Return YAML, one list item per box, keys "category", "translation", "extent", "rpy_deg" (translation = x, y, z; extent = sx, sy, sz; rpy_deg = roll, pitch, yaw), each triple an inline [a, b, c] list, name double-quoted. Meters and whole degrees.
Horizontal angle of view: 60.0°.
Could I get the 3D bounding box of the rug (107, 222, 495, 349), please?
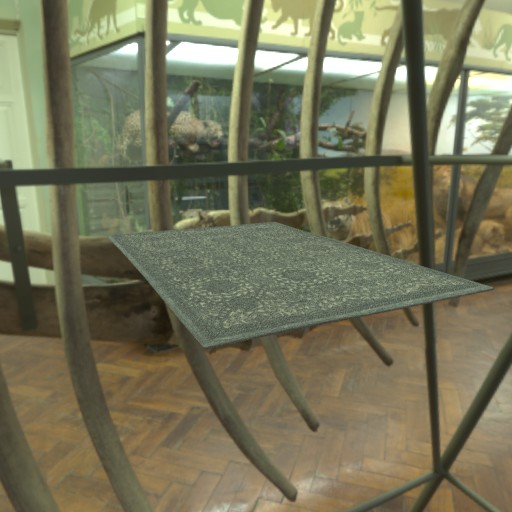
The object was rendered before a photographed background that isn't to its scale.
- category: "rug"
  translation: [0.000, 0.000, 2.295]
  extent: [1.224, 0.016, 1.830]
  rpy_deg: [-7, 15, -26]
